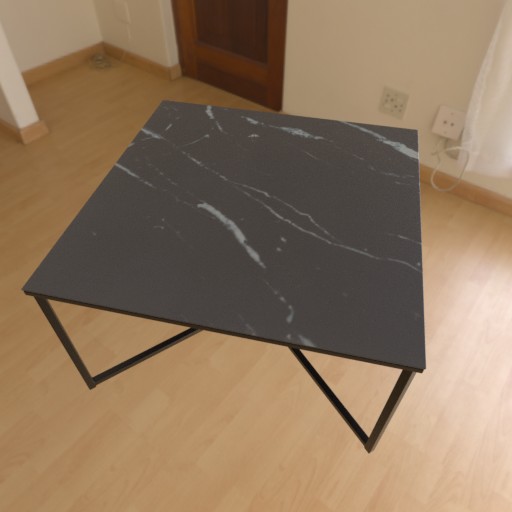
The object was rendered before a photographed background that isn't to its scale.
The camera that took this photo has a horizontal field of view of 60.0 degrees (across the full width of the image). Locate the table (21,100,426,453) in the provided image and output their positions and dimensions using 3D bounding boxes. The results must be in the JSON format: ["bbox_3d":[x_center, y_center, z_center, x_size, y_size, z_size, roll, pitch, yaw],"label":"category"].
[{"bbox_3d":[0.000,0.000,1.272,0.800,0.450,0.800,10,48,9],"label":"table"}]
